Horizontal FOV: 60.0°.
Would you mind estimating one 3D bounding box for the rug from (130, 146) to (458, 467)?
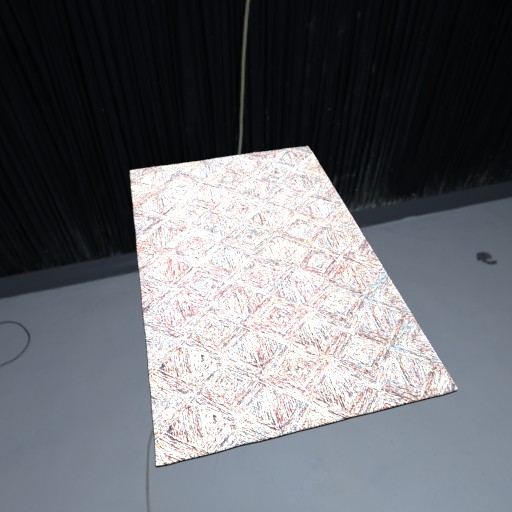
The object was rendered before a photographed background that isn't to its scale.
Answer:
[{"bbox_3d":[0.000,0.000,2.177,1.143,0.014,1.761,-10,47,-10],"label":"rug"}]
